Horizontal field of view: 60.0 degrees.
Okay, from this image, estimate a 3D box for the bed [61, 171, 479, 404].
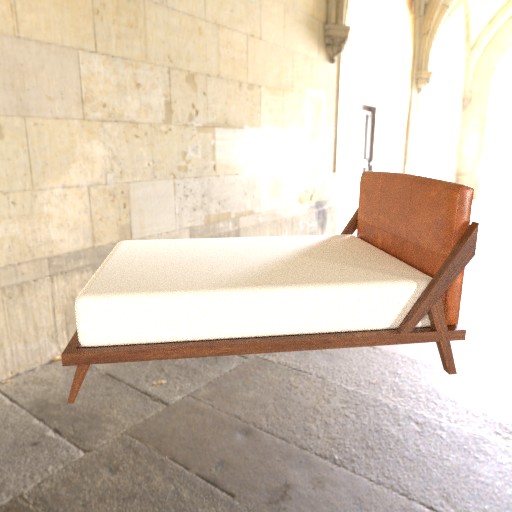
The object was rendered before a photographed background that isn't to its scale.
[{"bbox_3d":[0.000,0.000,3.217,2.311,1.168,1.651,-2,14,-8],"label":"bed"}]
